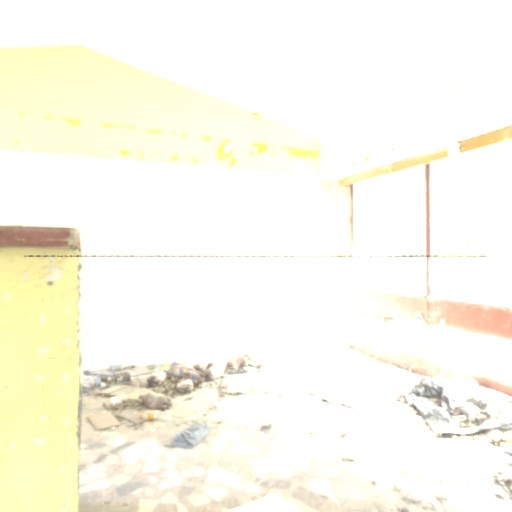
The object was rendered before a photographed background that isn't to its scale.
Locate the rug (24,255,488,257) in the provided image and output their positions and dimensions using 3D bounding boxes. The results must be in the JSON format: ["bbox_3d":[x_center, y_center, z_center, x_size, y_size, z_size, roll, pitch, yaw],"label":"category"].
[{"bbox_3d":[0.000,0.000,2.505,2.277,0.008,0.676,0,0,0],"label":"rug"}]
